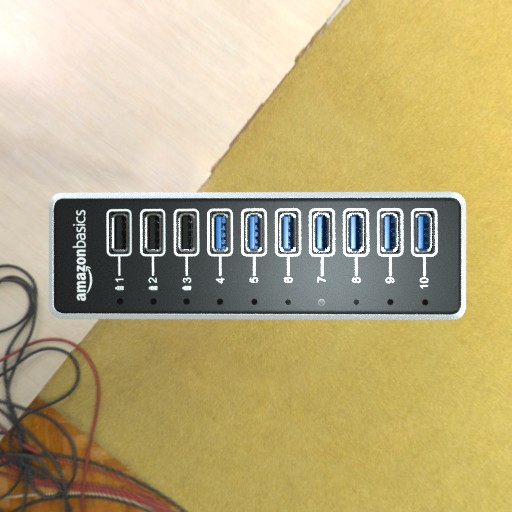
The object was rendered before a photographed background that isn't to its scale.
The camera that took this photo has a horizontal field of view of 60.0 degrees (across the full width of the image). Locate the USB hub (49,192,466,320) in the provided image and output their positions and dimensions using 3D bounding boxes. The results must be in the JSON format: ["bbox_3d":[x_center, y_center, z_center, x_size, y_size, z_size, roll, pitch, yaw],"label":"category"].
[{"bbox_3d":[0.000,0.000,0.164,0.145,0.023,0.044,0,90,1],"label":"USB hub"}]
